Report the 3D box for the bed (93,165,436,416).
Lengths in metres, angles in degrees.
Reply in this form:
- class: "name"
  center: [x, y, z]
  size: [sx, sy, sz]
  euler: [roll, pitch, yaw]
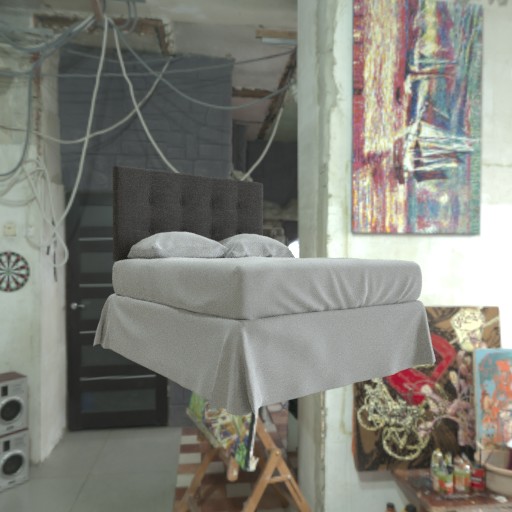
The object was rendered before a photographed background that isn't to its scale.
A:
- class: "bed"
  center: [0.000, 0.000, 3.560]
  size: [1.936, 1.577, 2.222]
  euler: [0, 0, -37]
